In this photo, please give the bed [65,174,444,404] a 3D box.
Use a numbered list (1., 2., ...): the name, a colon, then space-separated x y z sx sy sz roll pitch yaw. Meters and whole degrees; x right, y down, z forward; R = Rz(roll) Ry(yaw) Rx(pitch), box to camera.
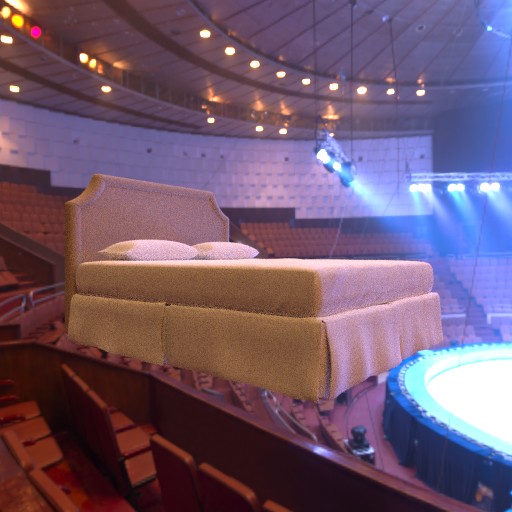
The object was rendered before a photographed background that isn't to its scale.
1. bed: 0.000 0.000 4.096 2.773 1.590 2.350 0 0 38
